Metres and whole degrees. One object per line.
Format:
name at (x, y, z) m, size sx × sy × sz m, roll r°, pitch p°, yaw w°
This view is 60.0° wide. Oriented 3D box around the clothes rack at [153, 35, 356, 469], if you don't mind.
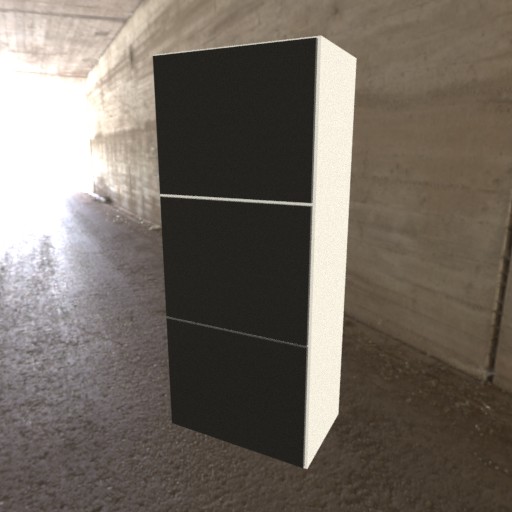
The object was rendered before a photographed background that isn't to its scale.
clothes rack at (0.000, 0.000, 1.423) m, size 0.500 × 1.187 × 0.330 m, roll 7°, pitch 16°, yaw 26°
